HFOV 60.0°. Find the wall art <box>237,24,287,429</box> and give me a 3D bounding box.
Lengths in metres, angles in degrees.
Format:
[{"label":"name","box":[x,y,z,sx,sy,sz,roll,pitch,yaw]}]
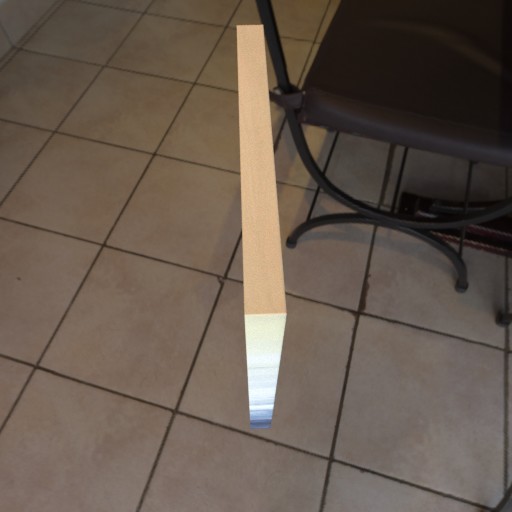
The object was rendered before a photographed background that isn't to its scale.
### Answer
[{"label":"wall art","box":[0.000,0.000,0.715,0.037,0.511,0.435,-2,58,-1]}]
